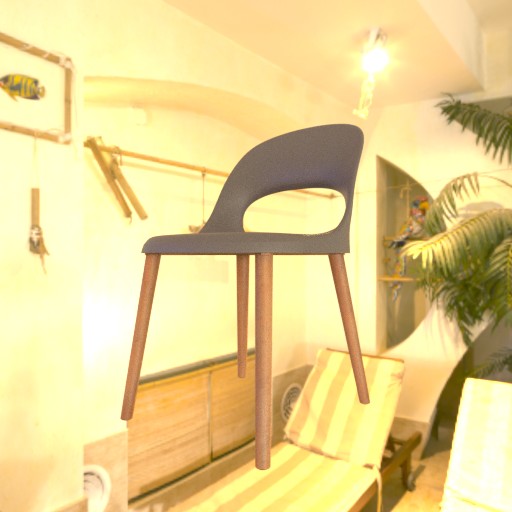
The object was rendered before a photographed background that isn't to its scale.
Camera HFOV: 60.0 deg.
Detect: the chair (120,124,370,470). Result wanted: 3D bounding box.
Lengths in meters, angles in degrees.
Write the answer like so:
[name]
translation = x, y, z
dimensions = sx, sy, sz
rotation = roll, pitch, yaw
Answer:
[chair]
translation = 0.000, 0.000, 1.156
dimensions = 0.470, 0.795, 0.556
rotation = 0, 0, 37
